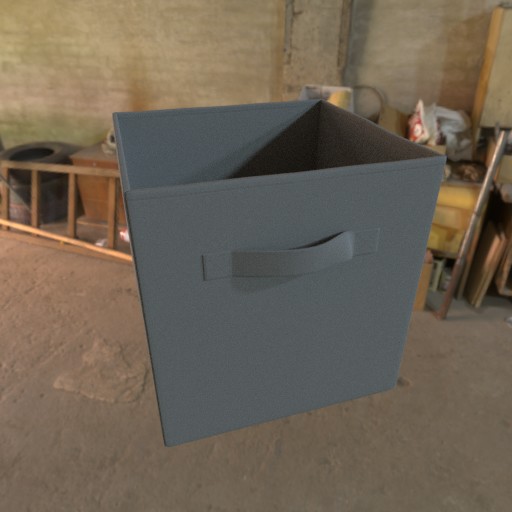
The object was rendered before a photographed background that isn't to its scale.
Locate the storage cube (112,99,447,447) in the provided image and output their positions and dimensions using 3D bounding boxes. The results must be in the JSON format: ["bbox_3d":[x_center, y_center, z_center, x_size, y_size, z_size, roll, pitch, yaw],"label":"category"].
[{"bbox_3d":[0.000,0.000,0.505,0.270,0.280,0.270,-9,32,-15],"label":"storage cube"}]
